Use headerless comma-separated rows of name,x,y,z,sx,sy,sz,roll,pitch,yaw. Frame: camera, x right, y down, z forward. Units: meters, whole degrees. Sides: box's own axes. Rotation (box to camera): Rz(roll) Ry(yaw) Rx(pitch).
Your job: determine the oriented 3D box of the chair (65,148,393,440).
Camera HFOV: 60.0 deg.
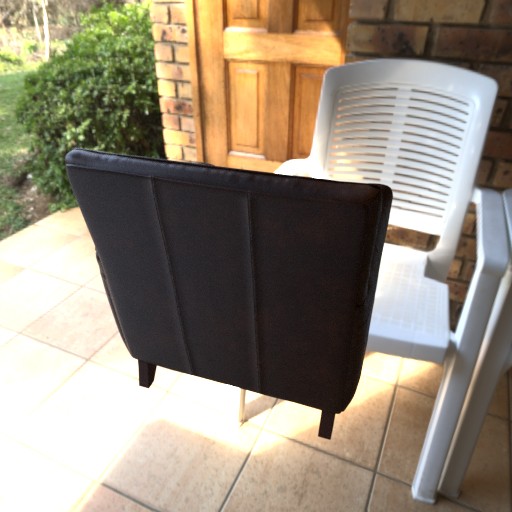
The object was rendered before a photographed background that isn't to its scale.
chair,0.000,0.000,1.605,0.870,0.943,0.823,10,34,16
